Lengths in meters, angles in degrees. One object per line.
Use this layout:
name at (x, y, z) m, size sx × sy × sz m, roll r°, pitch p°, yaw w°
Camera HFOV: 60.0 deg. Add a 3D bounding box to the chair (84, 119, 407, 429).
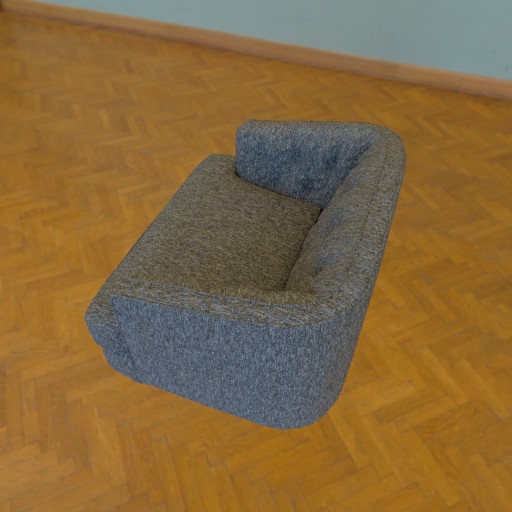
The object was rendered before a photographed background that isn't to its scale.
chair at (0.000, 0.000, 1.791) m, size 0.941 × 0.852 × 1.104 m, roll 16°, pitch 49°, yaw 14°
